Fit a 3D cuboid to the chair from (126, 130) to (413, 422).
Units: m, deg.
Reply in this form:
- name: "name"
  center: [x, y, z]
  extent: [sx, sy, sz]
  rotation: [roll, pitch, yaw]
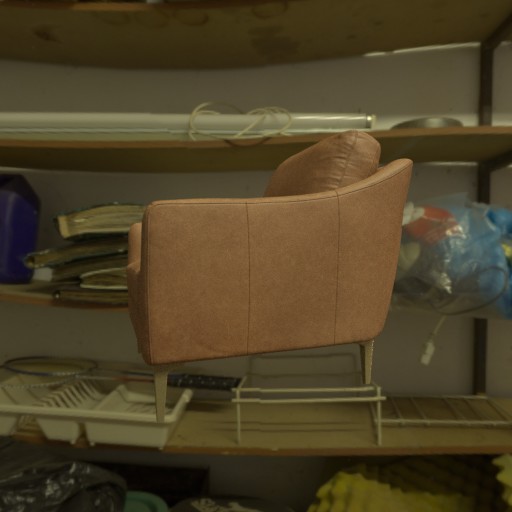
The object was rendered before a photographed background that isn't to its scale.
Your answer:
- name: "chair"
  center: [0.000, 0.000, 1.751]
  extent: [0.963, 0.895, 0.988]
  rotation: [0, 0, -18]
